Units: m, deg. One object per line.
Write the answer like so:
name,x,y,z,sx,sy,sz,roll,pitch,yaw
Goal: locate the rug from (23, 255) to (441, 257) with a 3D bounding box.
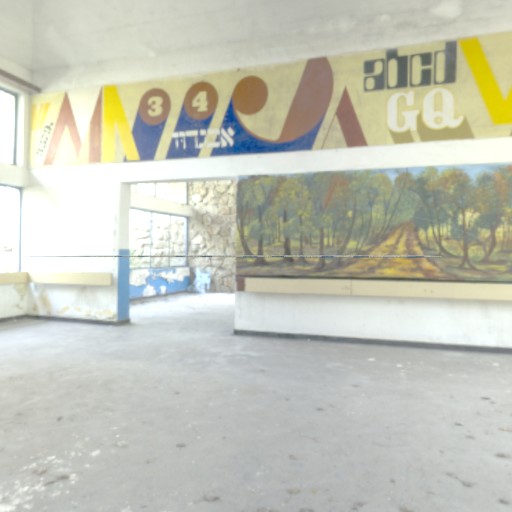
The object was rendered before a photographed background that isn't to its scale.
rug,0.000,0.000,4.138,3.059,0.008,2.453,0,0,19
